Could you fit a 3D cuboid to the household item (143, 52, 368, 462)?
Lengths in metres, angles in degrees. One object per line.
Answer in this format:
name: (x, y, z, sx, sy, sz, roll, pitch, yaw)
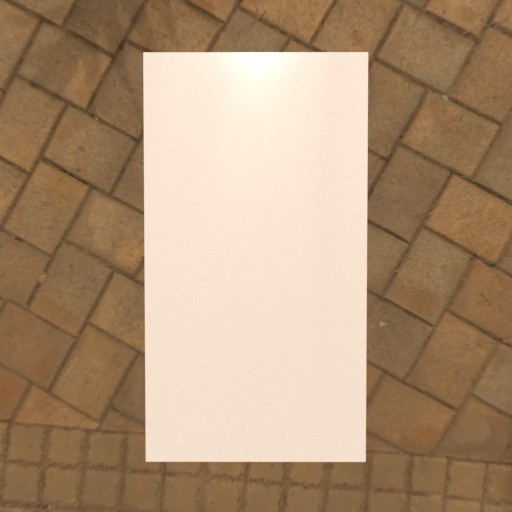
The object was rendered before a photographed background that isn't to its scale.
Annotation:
household item: (0.000, 0.000, 1.563, 0.597, 0.749, 1.100, 0, 91, 0)
